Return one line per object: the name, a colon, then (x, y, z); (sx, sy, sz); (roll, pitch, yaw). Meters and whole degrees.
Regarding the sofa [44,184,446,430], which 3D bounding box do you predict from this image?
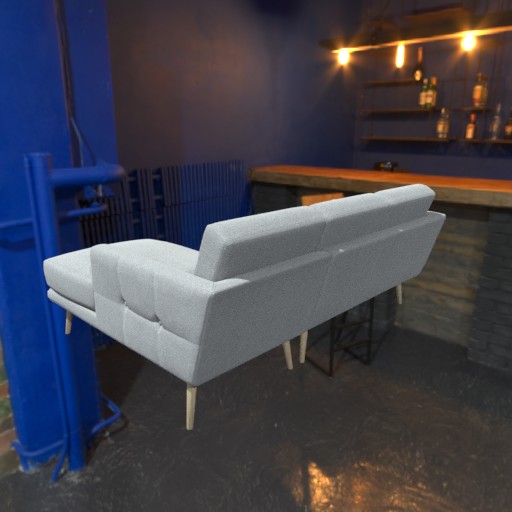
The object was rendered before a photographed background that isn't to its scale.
sofa: (0.000, 0.000, 2.761); (1.530, 0.860, 2.040); (15, 22, 42)
